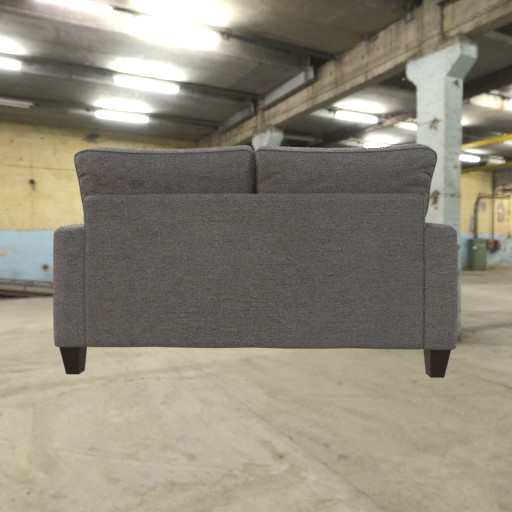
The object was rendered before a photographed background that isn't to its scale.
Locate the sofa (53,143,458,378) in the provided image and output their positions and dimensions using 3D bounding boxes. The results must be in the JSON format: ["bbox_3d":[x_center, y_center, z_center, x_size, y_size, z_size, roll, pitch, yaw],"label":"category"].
[{"bbox_3d":[0.000,0.000,2.231,1.651,0.965,0.965,0,1,2],"label":"sofa"}]
